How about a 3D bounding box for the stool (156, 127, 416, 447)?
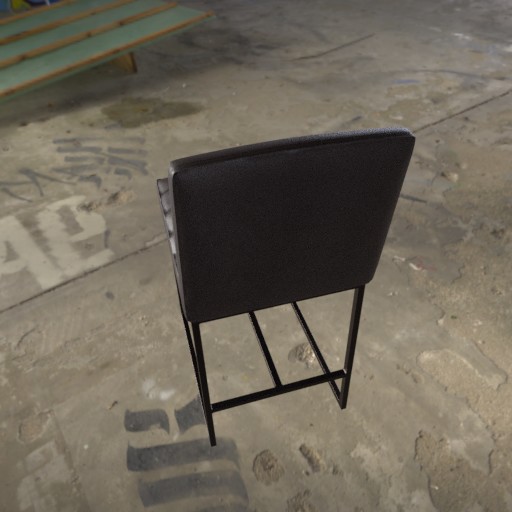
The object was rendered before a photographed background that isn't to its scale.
[{"bbox_3d":[0.000,0.000,1.236,0.463,0.946,0.562,-11,43,-12],"label":"stool"}]
